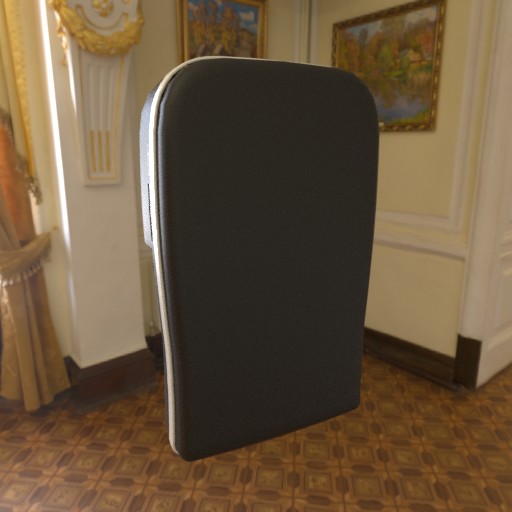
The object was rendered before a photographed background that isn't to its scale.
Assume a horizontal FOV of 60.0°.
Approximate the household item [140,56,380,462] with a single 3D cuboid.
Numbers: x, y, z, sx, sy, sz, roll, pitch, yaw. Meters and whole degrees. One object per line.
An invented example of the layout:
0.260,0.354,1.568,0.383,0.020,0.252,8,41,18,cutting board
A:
0.000,0.000,0.144,0.070,0.114,0.038,-7,16,-25,household item
